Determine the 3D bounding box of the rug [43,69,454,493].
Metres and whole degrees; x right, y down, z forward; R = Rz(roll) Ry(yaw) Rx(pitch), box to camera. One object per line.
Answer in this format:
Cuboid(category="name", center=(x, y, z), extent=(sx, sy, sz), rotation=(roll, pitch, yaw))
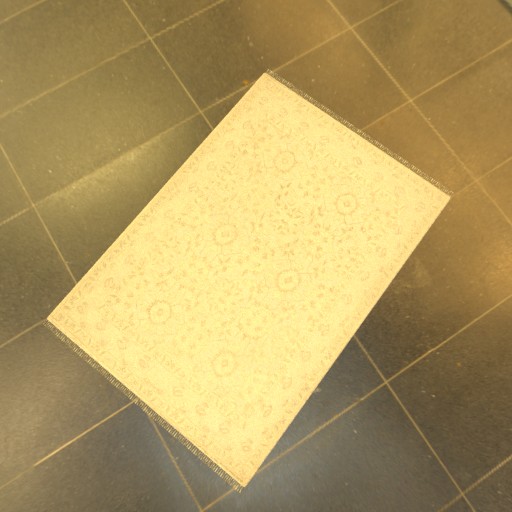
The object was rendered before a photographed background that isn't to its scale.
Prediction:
Cuboid(category="rug", center=(0.000, 0.000, 2.762), extent=(1.514, 0.011, 2.233), rotation=(37, 79, 9))
